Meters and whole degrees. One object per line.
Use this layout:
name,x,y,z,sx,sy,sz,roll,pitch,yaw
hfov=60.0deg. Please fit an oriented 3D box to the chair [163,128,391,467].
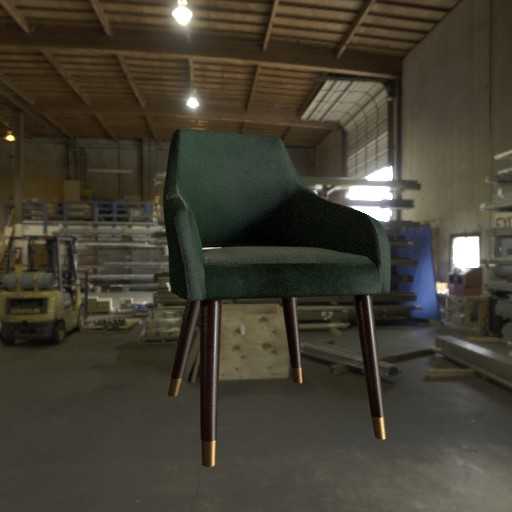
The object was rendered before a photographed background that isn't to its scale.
chair,0.000,0.000,1.596,0.683,1.081,0.794,0,0,-19
